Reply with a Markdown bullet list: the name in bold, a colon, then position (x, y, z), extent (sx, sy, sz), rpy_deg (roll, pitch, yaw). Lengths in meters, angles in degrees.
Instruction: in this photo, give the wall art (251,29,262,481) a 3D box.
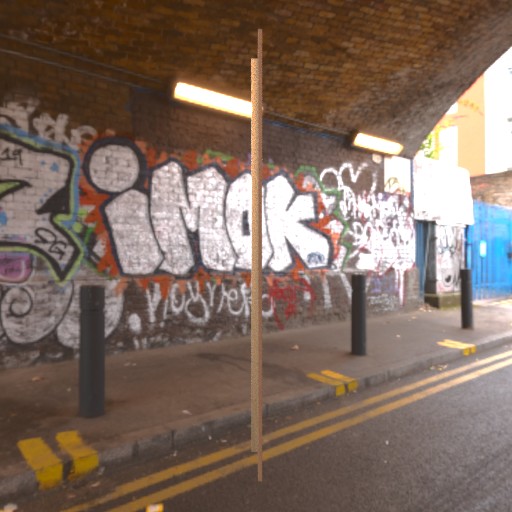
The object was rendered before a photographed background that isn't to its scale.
- **wall art**: position (0.000, 0.000, 1.629), extent (0.025, 1.067, 1.168), rpy_deg (0, 0, 0)
